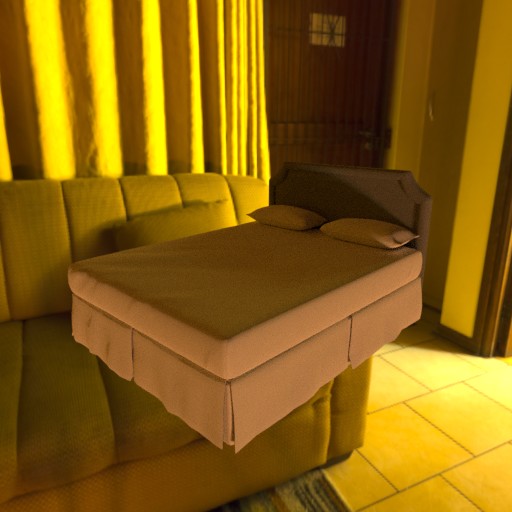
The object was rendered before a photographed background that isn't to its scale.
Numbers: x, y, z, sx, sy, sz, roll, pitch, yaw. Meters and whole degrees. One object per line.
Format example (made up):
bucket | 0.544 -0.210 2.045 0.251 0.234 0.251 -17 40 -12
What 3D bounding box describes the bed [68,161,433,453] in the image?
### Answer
bed | 0.000 0.000 3.653 1.977 1.306 2.464 16 23 41
